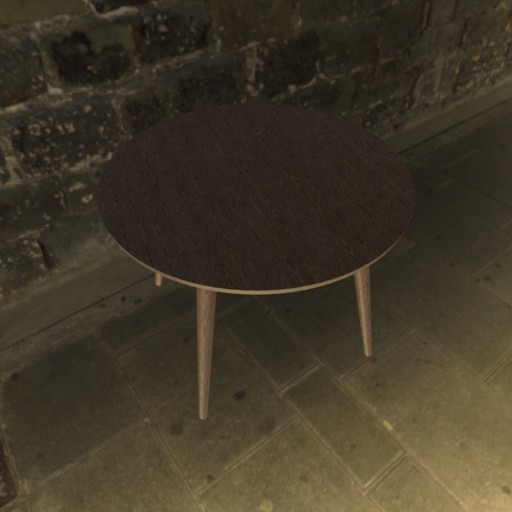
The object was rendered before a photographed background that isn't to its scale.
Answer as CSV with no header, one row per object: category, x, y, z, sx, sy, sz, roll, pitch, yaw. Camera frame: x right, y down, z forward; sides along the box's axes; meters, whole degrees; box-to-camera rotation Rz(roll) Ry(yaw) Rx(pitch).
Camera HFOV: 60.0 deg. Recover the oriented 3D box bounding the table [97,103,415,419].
table,0.000,0.000,1.788,1.053,0.786,1.053,0,45,0
